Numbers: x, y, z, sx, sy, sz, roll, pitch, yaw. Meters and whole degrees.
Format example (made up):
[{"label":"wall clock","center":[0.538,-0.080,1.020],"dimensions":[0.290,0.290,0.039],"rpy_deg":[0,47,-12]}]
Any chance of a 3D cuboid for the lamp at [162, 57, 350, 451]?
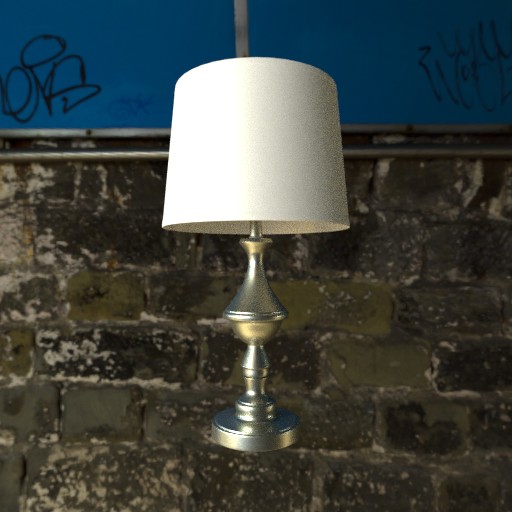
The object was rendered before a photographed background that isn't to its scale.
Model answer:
[{"label":"lamp","center":[0.000,0.000,0.924],"dimensions":[0.383,0.733,0.383],"rpy_deg":[0,-1,0]}]
